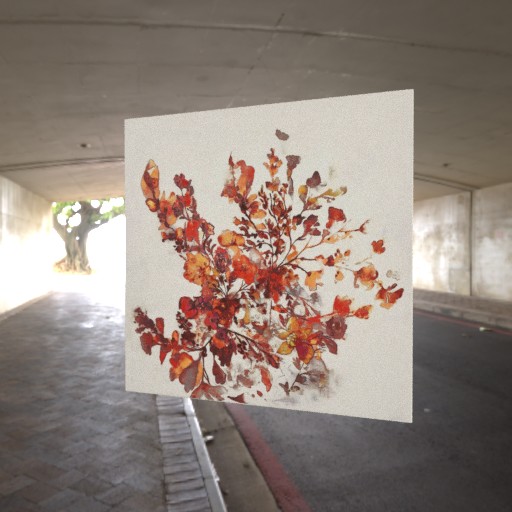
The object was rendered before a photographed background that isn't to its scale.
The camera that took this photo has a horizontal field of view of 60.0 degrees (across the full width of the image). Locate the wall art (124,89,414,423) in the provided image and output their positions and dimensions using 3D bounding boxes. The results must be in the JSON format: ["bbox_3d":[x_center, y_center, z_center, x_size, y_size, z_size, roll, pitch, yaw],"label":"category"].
[{"bbox_3d":[0.000,0.000,1.514,1.009,1.009,0.049,0,1,18],"label":"wall art"}]
